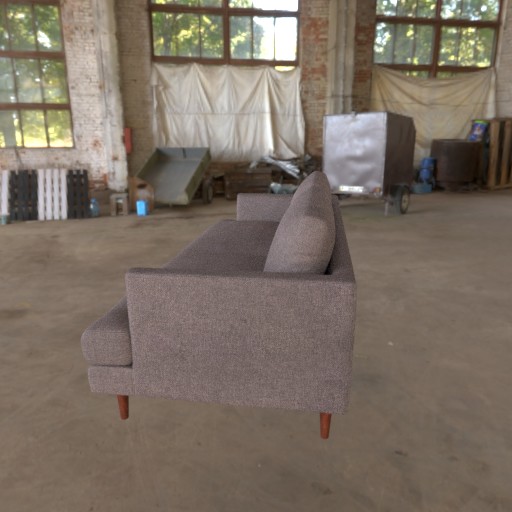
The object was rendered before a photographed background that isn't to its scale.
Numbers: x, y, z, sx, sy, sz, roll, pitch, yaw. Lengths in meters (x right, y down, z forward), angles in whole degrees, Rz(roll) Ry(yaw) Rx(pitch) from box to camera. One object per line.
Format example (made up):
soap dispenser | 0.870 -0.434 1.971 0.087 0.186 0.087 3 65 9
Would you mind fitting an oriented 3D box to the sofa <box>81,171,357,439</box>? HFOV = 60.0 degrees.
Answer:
sofa | 0.000 0.000 2.660 1.020 0.868 2.250 2 16 8
